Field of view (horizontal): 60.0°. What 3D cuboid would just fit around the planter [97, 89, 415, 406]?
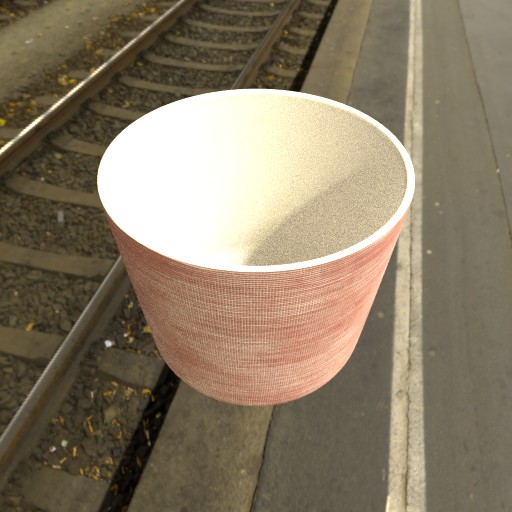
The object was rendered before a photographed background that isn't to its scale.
[{"bbox_3d":[0.000,0.000,0.773,0.440,0.398,0.440,0,45,0],"label":"planter"}]
